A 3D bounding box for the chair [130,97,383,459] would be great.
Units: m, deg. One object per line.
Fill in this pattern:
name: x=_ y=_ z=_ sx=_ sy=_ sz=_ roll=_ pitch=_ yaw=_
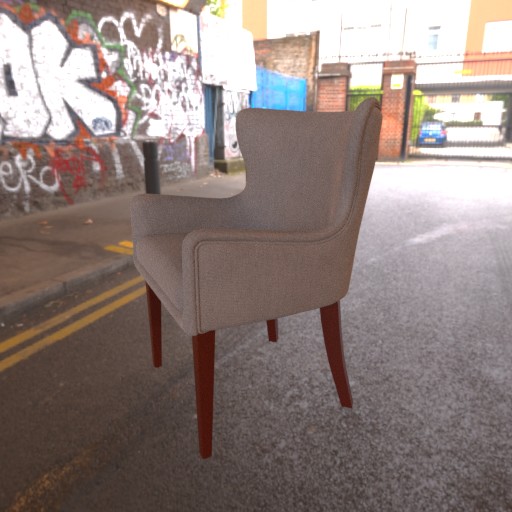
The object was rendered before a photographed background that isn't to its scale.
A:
chair: x=0.000 y=0.000 z=1.441 sx=0.677 sy=0.948 sz=0.732 roll=-8 pitch=18 yaw=-25
